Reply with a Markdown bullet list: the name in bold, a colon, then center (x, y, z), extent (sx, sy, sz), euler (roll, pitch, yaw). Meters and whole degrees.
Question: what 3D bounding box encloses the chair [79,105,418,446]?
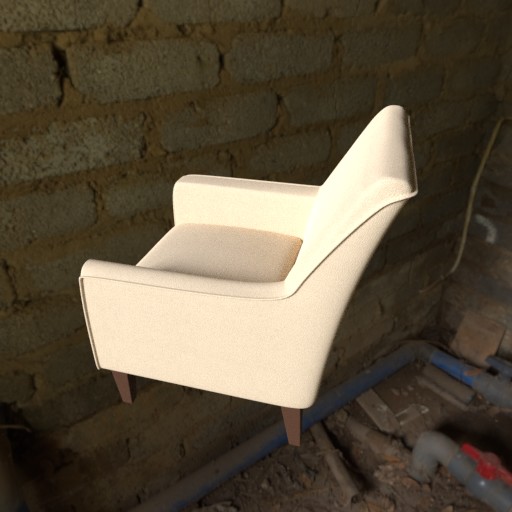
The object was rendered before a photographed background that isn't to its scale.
- **chair**: center (0.000, 0.000, 1.542), extent (0.899, 0.919, 0.780), euler (8, 31, 13)
